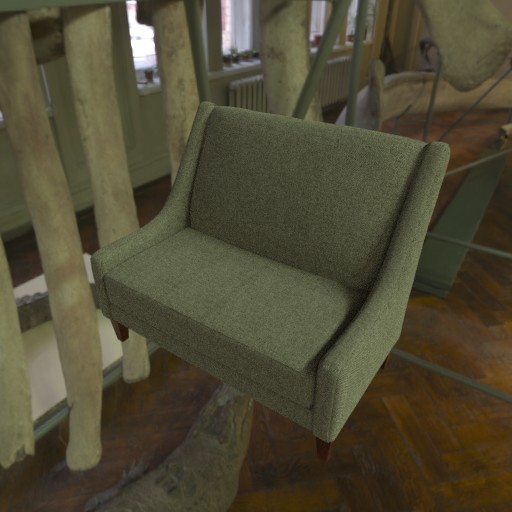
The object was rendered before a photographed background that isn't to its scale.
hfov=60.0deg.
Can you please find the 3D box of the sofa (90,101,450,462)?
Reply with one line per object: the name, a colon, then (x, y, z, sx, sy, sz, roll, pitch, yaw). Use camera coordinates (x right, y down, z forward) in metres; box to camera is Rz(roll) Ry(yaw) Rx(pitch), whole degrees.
sofa: (0.000, 0.000, 1.931, 1.242, 1.021, 0.870, 20, 37, 29)
